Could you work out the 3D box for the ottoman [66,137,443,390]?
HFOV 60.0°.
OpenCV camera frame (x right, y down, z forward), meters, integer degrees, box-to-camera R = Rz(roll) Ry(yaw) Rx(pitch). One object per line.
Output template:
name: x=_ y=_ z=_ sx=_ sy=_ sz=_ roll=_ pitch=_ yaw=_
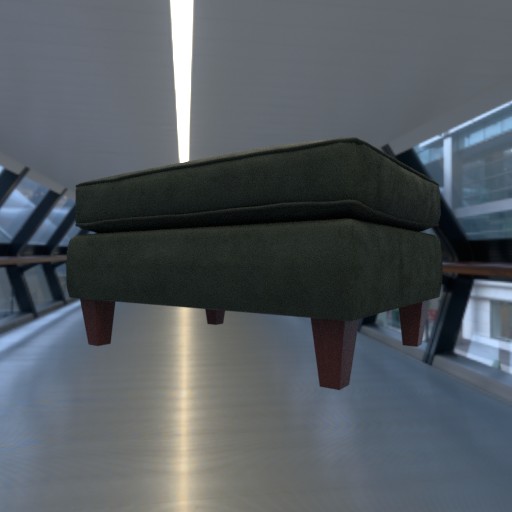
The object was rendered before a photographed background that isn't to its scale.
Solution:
ottoman: x=0.000 y=0.000 z=1.236 sx=0.864 sy=0.495 sz=0.632 roll=0 pitch=-1 yaw=35
